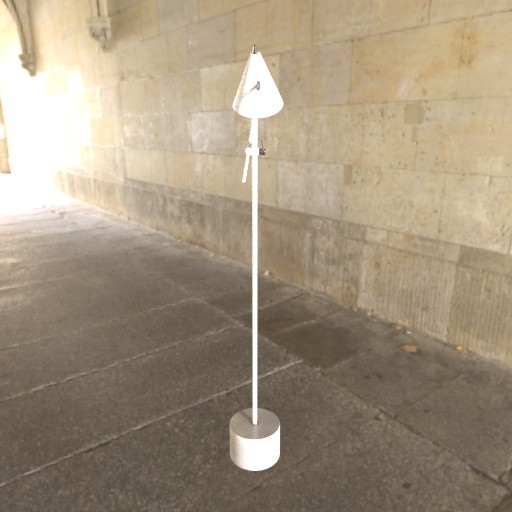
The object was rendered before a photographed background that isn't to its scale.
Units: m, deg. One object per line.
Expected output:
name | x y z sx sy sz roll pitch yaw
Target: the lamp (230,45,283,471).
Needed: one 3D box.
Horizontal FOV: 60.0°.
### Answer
lamp | 0.000 0.000 1.614 0.223 1.430 0.508 2 16 8
